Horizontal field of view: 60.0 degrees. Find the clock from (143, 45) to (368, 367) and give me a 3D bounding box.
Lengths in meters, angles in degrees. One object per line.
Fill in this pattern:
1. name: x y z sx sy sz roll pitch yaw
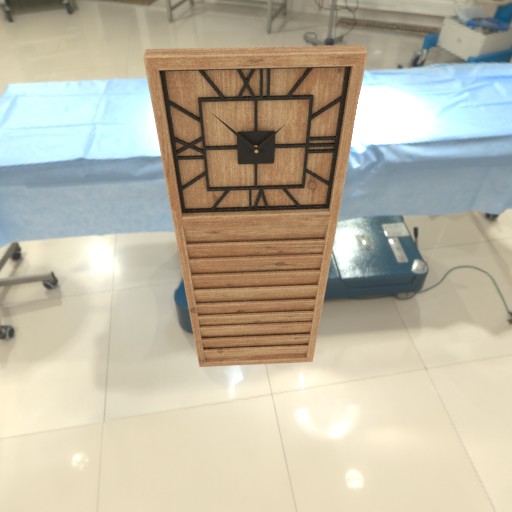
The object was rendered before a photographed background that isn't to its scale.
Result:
1. clock: 0.000 0.000 1.068 0.361 0.965 0.030 -2 46 -2
